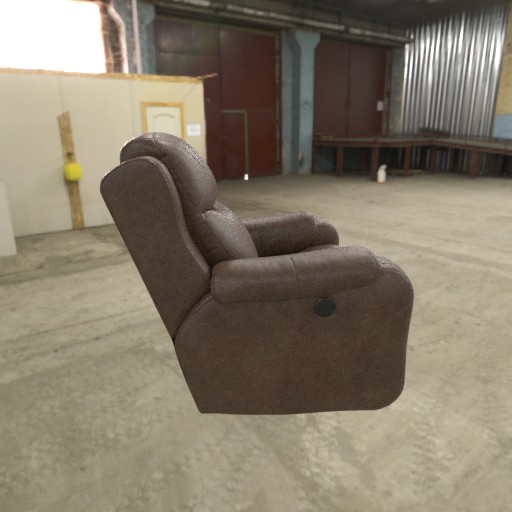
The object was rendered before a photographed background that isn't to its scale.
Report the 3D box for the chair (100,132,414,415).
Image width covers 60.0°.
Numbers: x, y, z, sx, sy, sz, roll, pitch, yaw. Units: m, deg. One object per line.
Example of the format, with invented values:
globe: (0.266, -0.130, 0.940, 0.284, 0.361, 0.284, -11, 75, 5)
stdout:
chair: (0.000, 0.000, 1.839, 1.067, 0.990, 0.940, -3, 16, -9)
